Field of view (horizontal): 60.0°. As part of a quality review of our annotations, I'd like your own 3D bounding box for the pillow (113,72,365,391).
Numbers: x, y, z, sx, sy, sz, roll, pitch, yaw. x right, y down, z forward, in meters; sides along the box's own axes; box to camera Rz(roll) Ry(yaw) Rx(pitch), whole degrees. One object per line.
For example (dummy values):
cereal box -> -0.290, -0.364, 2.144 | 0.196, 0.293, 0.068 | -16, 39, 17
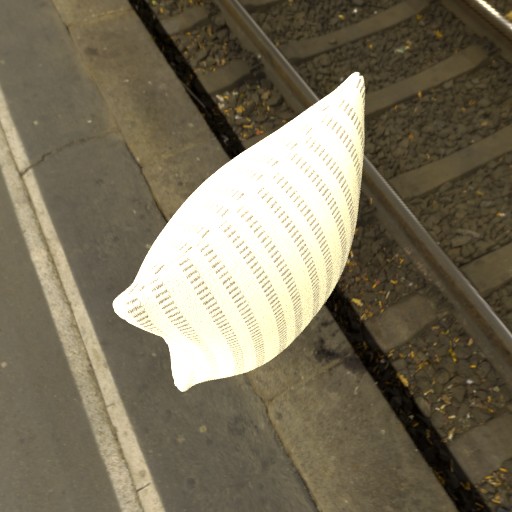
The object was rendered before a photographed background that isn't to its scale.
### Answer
pillow -> 0.000, 0.000, 0.694 | 0.247, 0.419, 0.438 | 37, 69, 17
